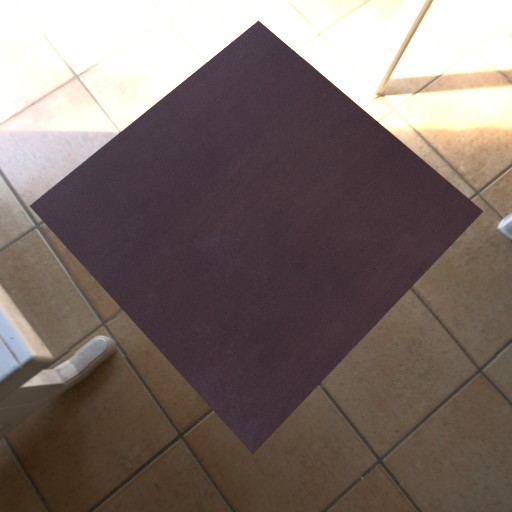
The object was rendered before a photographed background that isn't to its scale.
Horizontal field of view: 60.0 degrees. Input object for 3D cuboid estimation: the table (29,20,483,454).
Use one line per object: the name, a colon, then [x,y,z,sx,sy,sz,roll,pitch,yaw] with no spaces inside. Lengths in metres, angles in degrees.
table: [0.000,0.000,1.666,0.861,0.991,0.861,-43,79,-10]
